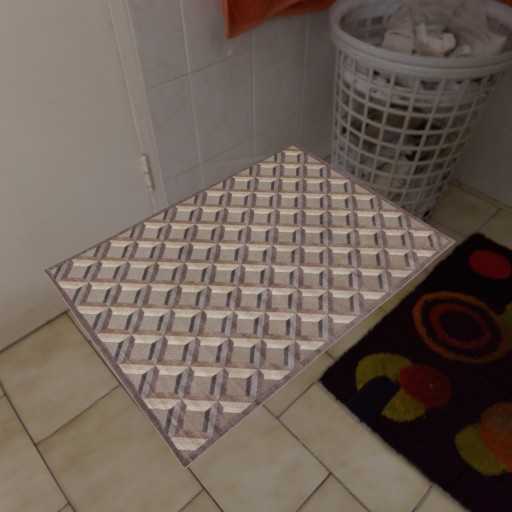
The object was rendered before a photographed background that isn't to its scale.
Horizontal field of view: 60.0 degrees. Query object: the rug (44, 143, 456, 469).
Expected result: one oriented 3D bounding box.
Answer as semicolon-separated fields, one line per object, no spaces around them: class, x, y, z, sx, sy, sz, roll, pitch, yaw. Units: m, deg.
rug;0.000;0.000;2.951;2.260;0.013;1.600;-32;55;-26
